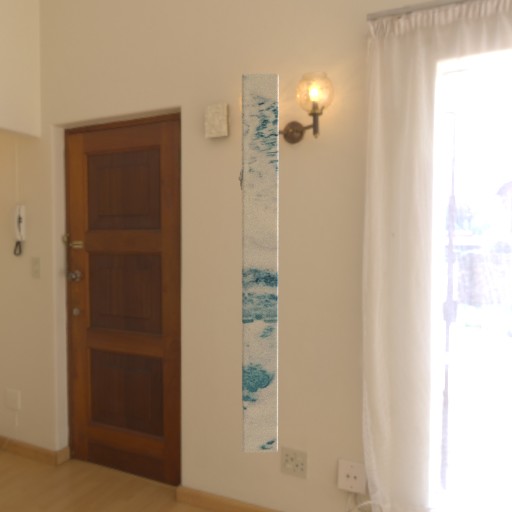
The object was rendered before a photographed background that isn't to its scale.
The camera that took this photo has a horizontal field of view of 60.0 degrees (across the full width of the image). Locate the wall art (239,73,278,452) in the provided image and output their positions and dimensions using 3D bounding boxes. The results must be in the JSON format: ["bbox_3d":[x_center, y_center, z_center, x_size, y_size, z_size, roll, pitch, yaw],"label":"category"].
[{"bbox_3d":[0.000,0.000,0.776,0.043,0.407,0.609,0,2,-1],"label":"wall art"}]
